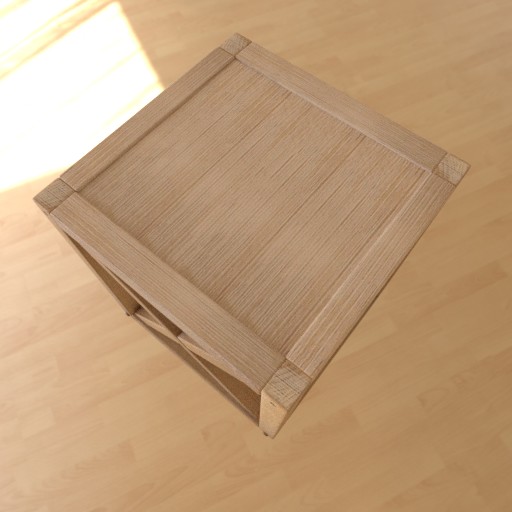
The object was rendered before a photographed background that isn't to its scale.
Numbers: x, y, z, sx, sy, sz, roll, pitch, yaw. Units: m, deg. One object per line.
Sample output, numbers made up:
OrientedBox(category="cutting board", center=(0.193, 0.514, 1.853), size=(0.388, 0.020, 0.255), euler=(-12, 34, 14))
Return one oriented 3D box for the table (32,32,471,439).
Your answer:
OrientedBox(category="table", center=(0.000, 0.000, 1.055), size=(0.559, 0.610, 0.558), euler=(36, 70, 16))
